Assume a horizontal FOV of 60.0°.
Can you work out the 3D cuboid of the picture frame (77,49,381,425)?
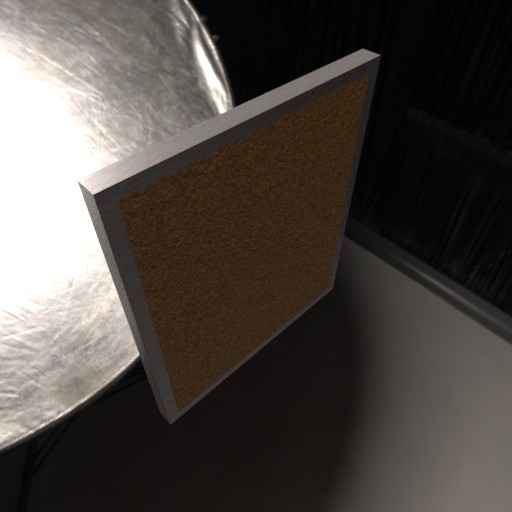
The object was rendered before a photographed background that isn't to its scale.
[{"bbox_3d":[0.000,0.000,0.519,0.327,0.378,0.027,-35,56,-28],"label":"picture frame"}]
